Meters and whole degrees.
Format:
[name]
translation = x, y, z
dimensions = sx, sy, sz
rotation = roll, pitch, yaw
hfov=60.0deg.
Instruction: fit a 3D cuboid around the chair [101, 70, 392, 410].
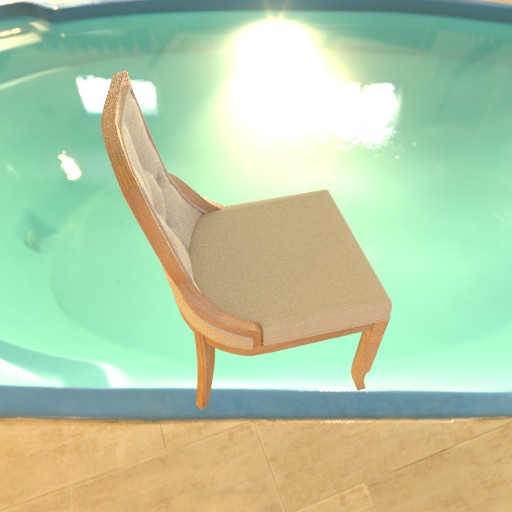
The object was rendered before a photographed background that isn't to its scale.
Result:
[chair]
translation = 0.000, 0.000, 1.284
dimensions = 0.641, 0.947, 0.524
rotation = -10, 48, -9
